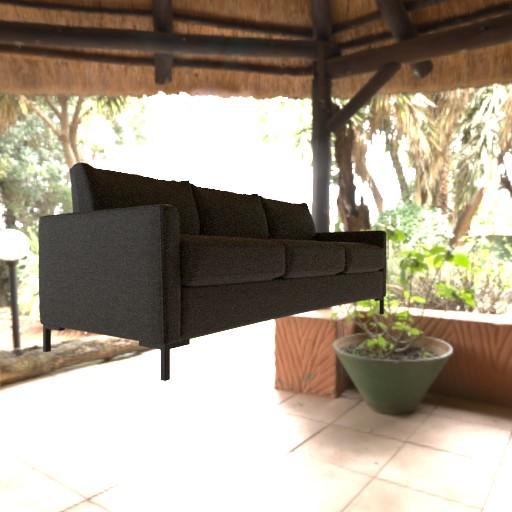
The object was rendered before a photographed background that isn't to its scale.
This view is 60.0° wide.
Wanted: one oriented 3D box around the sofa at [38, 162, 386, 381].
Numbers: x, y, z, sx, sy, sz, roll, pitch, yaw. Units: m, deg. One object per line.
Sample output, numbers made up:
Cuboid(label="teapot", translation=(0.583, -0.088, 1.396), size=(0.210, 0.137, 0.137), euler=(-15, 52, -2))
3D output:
Cuboid(label="sofa", translation=(0.000, 0.000, 2.677), size=(0.876, 0.879, 2.253), euler=(0, 0, 36))
